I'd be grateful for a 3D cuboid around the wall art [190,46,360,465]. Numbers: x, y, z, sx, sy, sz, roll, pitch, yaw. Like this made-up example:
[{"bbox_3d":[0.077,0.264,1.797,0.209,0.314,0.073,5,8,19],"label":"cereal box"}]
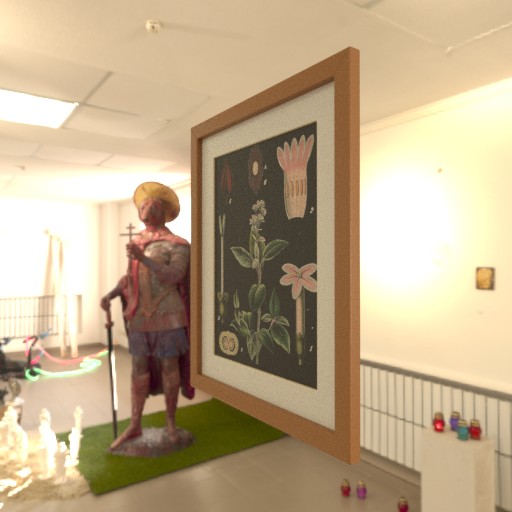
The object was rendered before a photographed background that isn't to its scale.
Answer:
[{"bbox_3d":[0.000,0.000,0.529,0.015,0.379,0.310,0,-1,-36],"label":"wall art"}]
